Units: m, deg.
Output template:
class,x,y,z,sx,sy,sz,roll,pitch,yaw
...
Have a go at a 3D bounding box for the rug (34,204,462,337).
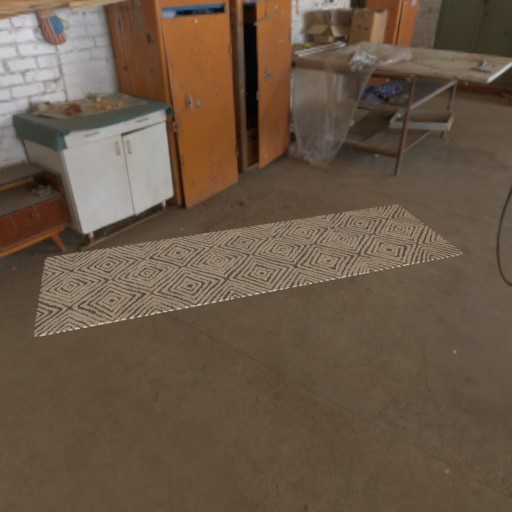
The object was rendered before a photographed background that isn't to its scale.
class,x,y,z,sx,sy,sz,roll,pitch,yaw
rug,0.000,0.000,2.518,2.277,0.008,0.676,-10,34,-15
